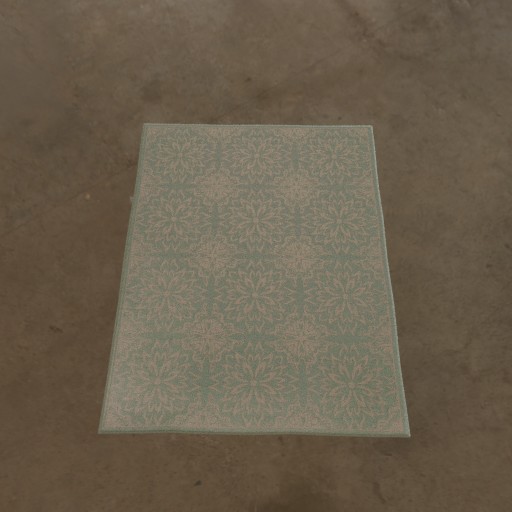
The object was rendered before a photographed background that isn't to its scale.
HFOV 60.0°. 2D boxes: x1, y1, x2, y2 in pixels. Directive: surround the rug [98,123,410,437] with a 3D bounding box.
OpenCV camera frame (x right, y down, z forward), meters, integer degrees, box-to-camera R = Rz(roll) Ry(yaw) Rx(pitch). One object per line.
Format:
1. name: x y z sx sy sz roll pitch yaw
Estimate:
1. rug: 0.000 0.000 3.966 2.363 0.012 2.980 1 66 0
